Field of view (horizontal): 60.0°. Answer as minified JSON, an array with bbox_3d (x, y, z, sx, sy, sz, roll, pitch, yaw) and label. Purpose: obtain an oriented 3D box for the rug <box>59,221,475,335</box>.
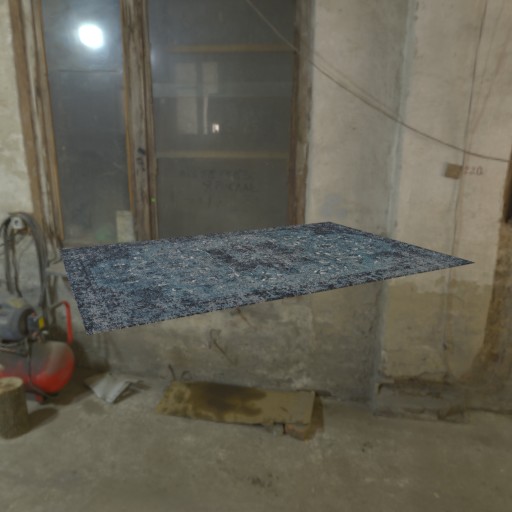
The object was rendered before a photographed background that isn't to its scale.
[{"bbox_3d":[0.000,0.000,2.331,1.828,0.005,1.219,-8,17,-26],"label":"rug"}]
